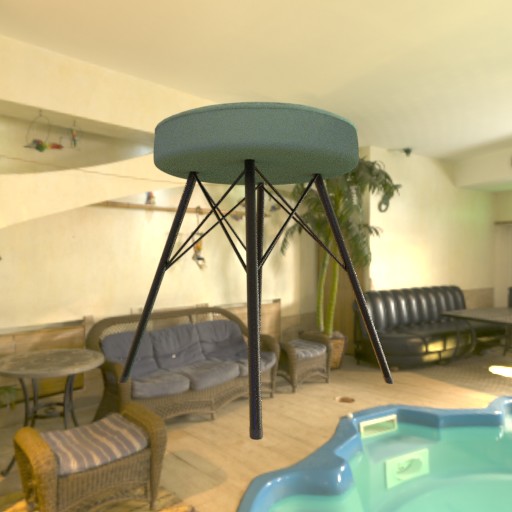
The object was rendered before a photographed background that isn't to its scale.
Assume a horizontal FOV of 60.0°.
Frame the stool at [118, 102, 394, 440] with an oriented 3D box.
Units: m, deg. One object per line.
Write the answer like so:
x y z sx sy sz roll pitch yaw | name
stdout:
0.000 0.000 0.906 0.457 0.519 0.458 0 0 -36 | stool
